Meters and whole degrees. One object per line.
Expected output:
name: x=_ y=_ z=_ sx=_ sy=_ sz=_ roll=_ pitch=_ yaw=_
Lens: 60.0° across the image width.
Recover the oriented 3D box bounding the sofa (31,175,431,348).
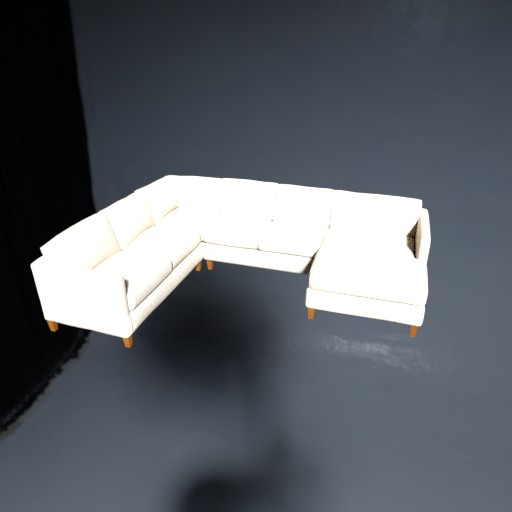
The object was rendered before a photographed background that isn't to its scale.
sofa: x=0.000 y=0.000 z=4.678 sx=3.460 sy=0.961 sz=2.594 roll=8 pitch=28 yaw=16
